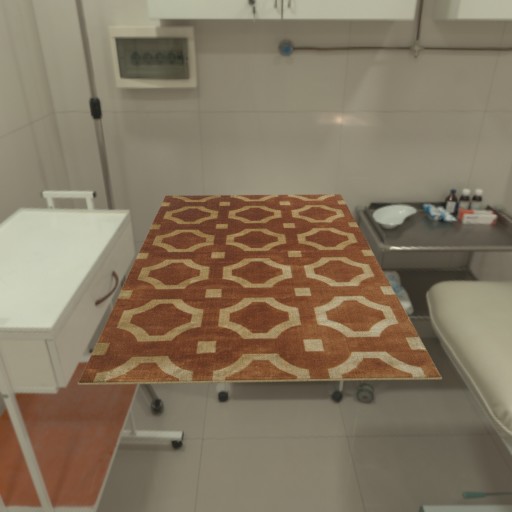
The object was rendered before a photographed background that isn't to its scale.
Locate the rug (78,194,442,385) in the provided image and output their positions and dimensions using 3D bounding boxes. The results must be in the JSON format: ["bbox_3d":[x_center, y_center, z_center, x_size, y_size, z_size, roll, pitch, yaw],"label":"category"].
[{"bbox_3d":[0.000,0.000,2.895,1.555,0.016,2.286,-1,28,-1],"label":"rug"}]
